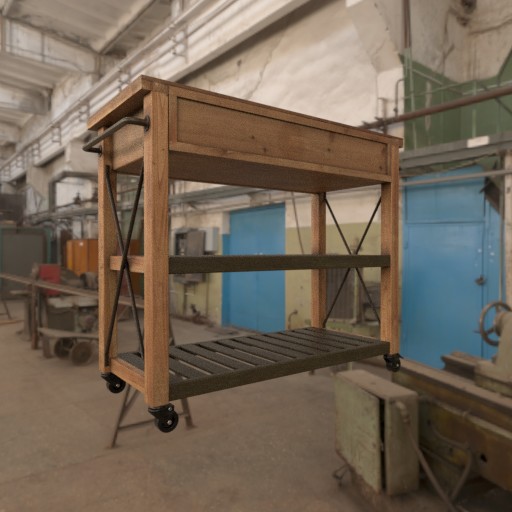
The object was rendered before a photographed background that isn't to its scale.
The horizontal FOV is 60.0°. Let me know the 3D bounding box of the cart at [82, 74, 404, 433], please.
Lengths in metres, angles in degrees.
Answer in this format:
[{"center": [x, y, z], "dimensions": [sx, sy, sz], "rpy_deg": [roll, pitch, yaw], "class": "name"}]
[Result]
[{"center": [0.000, 0.000, 0.979], "dimensions": [0.686, 0.554, 0.298], "rpy_deg": [-1, 1, -36], "class": "cart"}]
